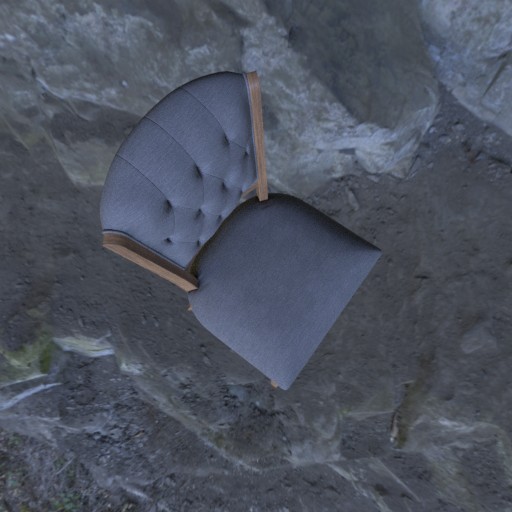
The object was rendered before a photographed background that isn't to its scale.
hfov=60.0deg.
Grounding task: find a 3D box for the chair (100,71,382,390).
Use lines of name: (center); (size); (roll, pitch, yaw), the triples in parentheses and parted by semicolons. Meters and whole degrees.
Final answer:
chair: (0.000, 0.000, 1.279); (0.584, 0.905, 0.513); (36, 77, 9)
